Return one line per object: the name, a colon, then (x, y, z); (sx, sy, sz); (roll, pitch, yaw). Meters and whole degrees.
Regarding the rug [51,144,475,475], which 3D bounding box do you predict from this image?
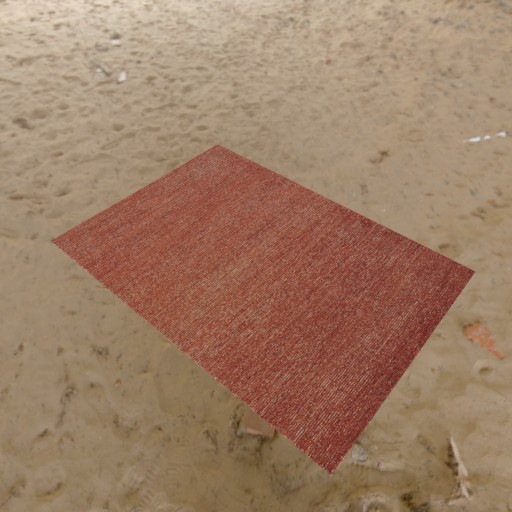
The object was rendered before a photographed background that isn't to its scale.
rug: (0.000, 0.000, 5.041); (3.965, 0.025, 2.803); (32, 54, 27)
